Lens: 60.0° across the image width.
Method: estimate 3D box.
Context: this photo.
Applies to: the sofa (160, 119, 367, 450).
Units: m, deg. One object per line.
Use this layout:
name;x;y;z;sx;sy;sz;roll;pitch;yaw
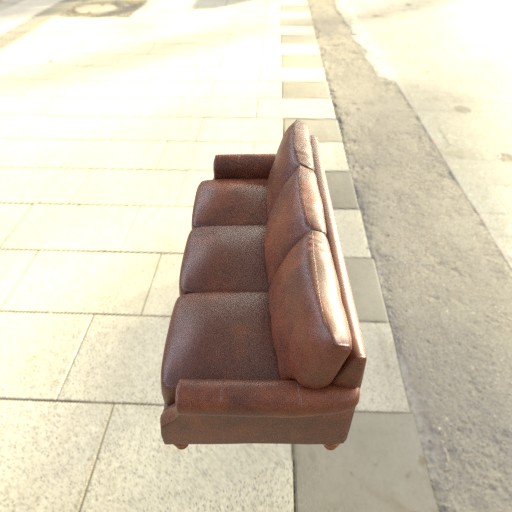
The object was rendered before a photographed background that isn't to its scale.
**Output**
sofa;0.000;0.000;2.893;0.973;0.977;2.351;0;40;0
